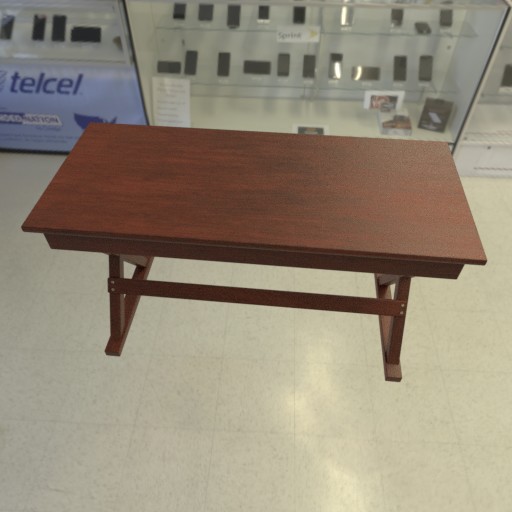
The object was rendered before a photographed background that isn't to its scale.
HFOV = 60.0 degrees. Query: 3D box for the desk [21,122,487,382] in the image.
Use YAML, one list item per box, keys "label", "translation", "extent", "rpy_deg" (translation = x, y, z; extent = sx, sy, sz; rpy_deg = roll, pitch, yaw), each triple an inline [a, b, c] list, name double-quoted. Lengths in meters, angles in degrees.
- label: "desk"
  translation: [0.000, 0.000, 1.775]
  extent: [1.372, 0.761, 0.600]
  rpy_deg: [4, 48, 4]
